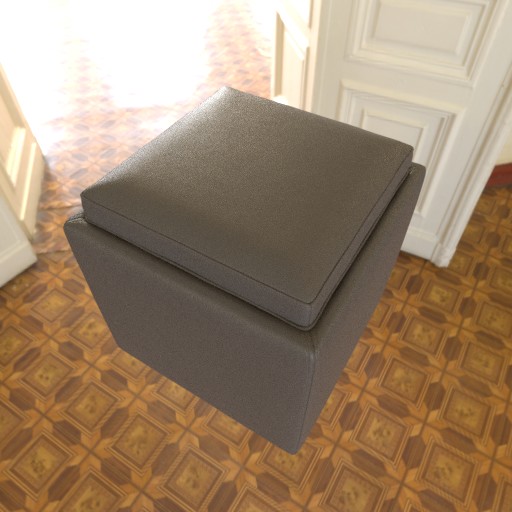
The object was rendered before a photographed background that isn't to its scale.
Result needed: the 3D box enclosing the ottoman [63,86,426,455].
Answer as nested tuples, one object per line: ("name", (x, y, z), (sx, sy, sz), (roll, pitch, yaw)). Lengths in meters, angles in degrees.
("ottoman", (0.000, 0.000, 0.838), (0.451, 0.460, 0.450), (25, 53, 20))
